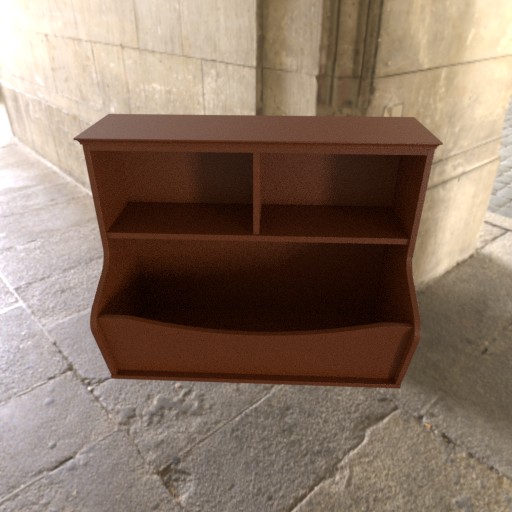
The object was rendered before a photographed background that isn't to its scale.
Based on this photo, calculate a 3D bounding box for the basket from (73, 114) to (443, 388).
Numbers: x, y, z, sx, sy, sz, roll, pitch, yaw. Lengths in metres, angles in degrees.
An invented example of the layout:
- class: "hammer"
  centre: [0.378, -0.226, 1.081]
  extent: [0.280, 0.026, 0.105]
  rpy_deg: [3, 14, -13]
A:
- class: "basket"
  centre: [0.000, 0.000, 1.145]
  extent: [0.792, 0.625, 0.376]
  rpy_deg: [1, 30, 2]
